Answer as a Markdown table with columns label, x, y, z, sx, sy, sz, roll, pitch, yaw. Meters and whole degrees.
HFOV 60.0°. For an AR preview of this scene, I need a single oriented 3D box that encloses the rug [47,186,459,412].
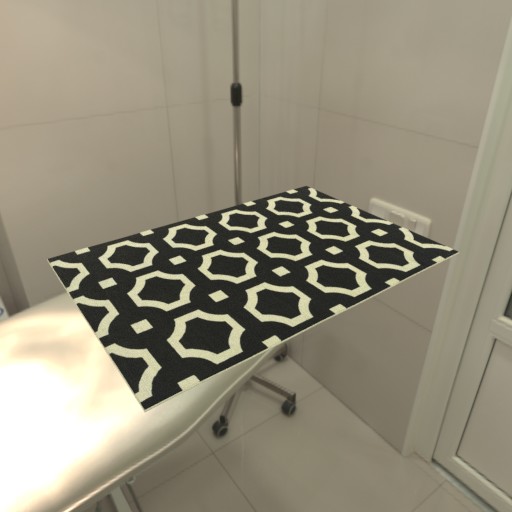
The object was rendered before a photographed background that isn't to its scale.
| label | x | y | z | sx | sy | sz | roll | pitch | yaw |
| --- | --- | --- | --- | --- | --- | --- | --- | --- | --- |
| rug | 0.000 | 0.000 | 2.966 | 2.286 | 0.016 | 1.555 | -20 | 35 | -31 |
